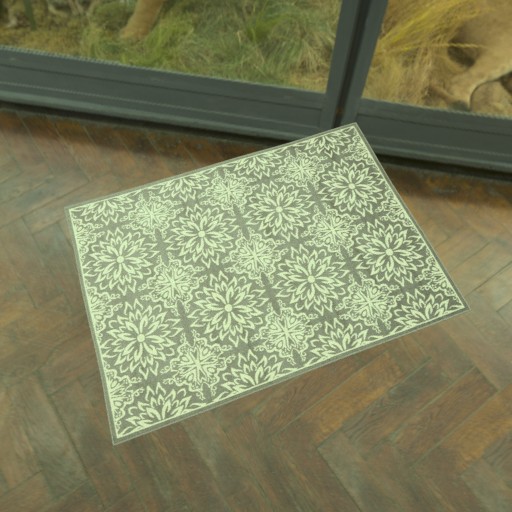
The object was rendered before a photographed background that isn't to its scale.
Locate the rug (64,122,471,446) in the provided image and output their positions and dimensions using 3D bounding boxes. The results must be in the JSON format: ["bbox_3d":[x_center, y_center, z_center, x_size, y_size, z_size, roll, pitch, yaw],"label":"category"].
[{"bbox_3d":[0.000,0.000,2.869,2.213,0.014,1.608,-18,65,-9],"label":"rug"}]
